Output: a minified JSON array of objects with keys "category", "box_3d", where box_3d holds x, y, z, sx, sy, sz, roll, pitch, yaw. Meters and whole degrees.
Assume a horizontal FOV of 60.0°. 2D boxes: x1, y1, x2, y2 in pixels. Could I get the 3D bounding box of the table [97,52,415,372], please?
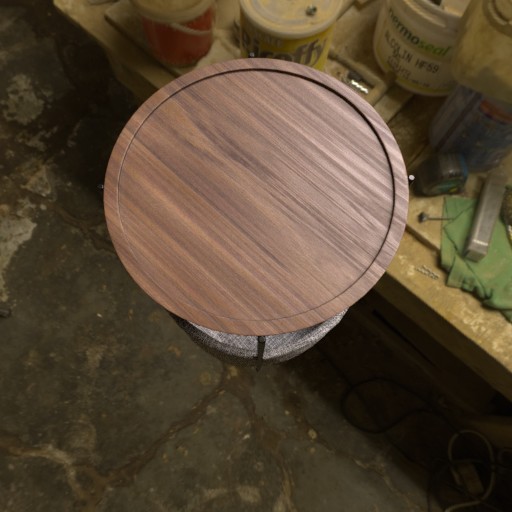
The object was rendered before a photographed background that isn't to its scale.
[{"category":"table","box_3d":[0.000,0.000,0.859,0.400,0.623,0.400,42,77,12]}]
